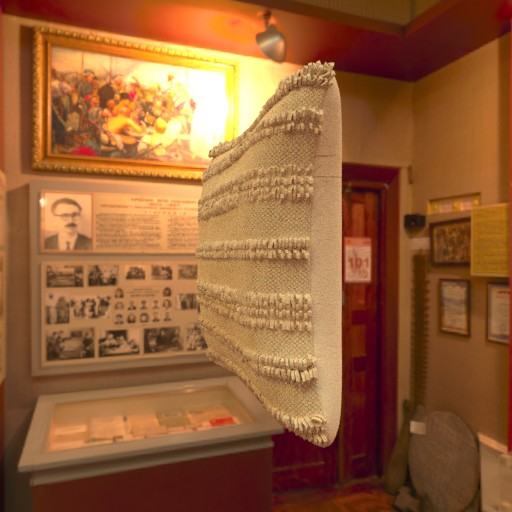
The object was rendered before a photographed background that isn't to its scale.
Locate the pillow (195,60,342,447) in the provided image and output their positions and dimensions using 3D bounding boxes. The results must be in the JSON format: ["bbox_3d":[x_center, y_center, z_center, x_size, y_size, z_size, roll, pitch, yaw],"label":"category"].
[{"bbox_3d":[0.000,0.000,0.665,0.145,0.427,0.437,0,0,-19],"label":"pillow"}]
